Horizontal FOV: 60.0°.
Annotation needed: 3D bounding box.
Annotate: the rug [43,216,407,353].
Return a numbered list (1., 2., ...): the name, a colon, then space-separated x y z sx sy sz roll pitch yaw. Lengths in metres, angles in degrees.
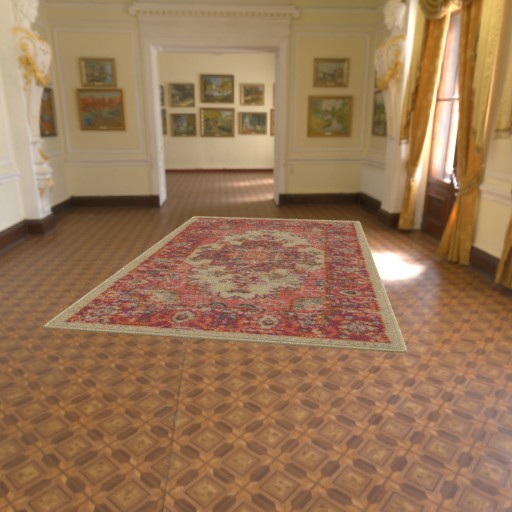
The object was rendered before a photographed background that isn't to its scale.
1. rug: 0.000 0.000 1.069 0.556 0.004 0.868 2 17 8
